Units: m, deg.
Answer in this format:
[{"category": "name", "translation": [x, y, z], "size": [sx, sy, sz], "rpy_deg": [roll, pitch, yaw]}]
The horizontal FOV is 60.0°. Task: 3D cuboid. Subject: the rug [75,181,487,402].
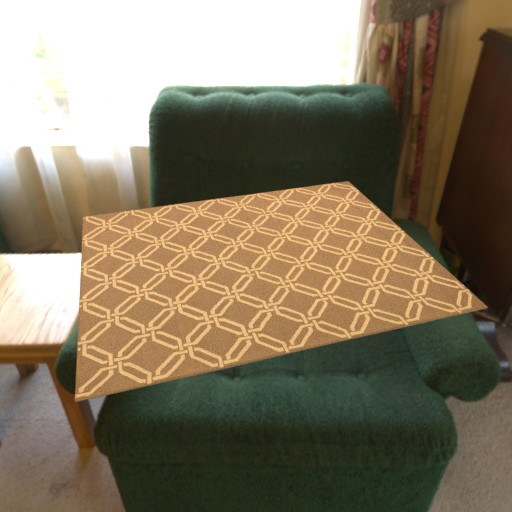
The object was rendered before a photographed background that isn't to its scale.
[{"category": "rug", "translation": [0.000, 0.000, 3.835], "size": [2.895, 0.018, 2.288], "rpy_deg": [-10, 36, -14]}]
